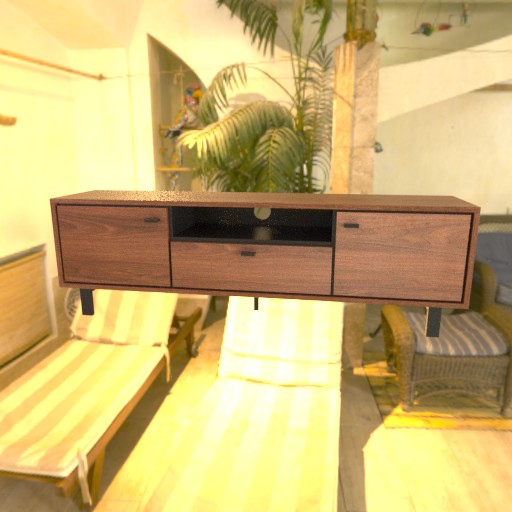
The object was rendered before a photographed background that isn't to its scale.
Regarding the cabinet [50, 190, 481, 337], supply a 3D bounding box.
[{"bbox_3d":[0.000,0.000,1.901,1.650,0.500,0.400,2,14,9],"label":"cabinet"}]
